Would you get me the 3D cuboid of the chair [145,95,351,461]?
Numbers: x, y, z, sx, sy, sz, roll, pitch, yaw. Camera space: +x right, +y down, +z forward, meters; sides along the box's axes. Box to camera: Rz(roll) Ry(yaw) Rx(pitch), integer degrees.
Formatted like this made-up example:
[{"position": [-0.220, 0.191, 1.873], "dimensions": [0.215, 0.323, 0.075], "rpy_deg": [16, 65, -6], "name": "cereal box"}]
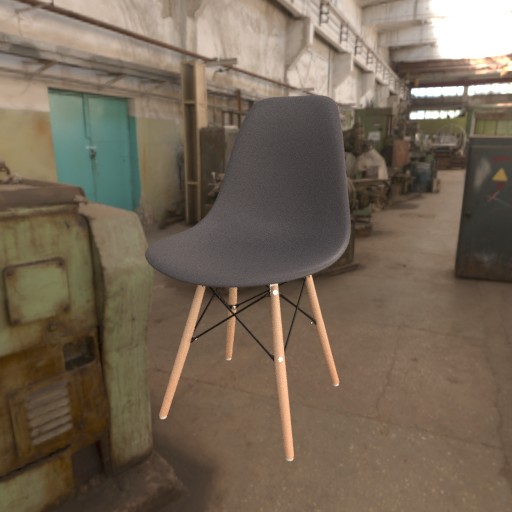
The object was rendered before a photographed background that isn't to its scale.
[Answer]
[{"position": [0.000, 0.000, 1.147], "dimensions": [0.470, 0.826, 0.533], "rpy_deg": [7, 16, 25], "name": "chair"}]
